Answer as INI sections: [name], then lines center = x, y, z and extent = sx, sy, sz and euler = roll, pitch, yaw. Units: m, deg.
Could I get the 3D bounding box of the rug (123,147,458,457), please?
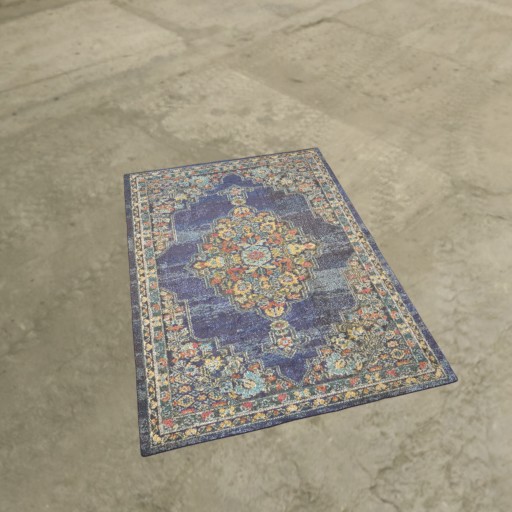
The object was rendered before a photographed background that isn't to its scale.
[rug]
center = 0.000, 0.000, 2.902
extent = 1.630, 0.009, 2.232
euler = -10, 47, -9
